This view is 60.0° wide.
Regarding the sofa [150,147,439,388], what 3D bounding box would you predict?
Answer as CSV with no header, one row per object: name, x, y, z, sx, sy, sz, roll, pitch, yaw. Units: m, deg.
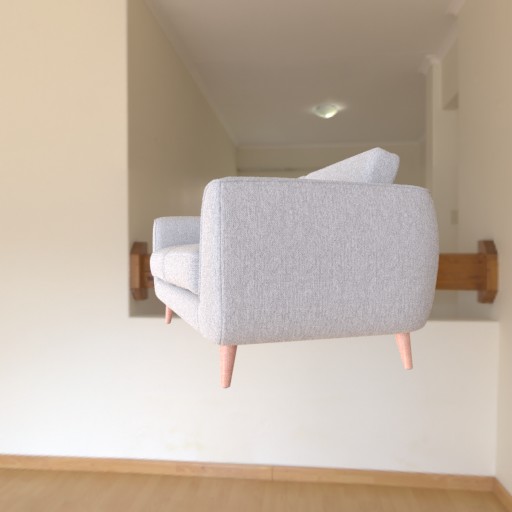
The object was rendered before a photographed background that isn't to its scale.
sofa,0.000,0.000,2.220,0.920,0.850,1.700,0,0,-19
